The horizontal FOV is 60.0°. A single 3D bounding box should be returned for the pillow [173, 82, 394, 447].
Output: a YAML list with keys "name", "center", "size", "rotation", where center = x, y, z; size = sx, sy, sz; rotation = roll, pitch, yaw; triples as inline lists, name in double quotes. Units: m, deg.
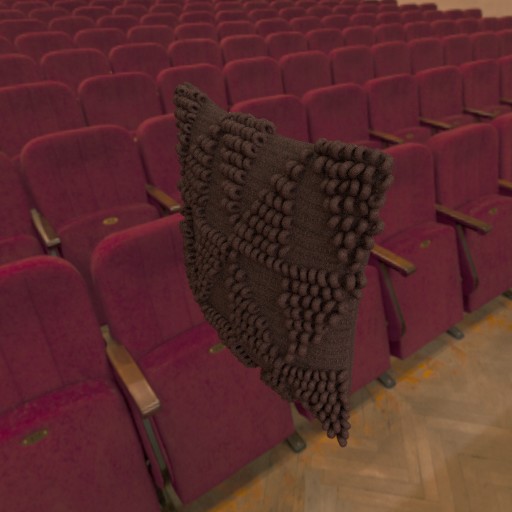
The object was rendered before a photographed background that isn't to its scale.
- name: "pillow"
  center: [0.000, 0.000, 0.715]
  size: [0.172, 0.467, 0.470]
  rotation: [-21, 37, -30]
